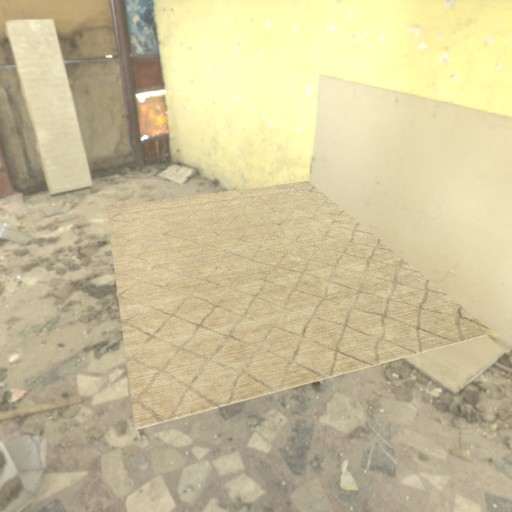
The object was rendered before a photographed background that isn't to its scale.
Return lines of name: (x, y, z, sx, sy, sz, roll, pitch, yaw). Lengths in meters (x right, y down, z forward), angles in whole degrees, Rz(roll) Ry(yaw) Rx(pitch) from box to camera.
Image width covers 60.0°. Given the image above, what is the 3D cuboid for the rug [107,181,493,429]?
rug: (0.000, 0.000, 3.958, 2.420, 0.019, 3.038, -10, 32, -16)
